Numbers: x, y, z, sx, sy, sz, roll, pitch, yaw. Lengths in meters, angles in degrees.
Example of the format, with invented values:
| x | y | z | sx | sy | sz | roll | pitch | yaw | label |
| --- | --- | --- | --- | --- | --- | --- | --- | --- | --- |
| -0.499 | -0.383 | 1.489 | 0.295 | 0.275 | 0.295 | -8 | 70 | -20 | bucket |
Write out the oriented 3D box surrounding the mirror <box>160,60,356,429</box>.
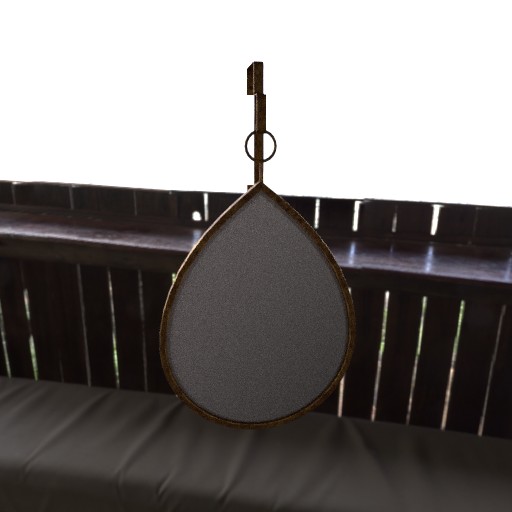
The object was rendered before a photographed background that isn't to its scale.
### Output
| x | y | z | sx | sy | sz | roll | pitch | yaw | label |
| --- | --- | --- | --- | --- | --- | --- | --- | --- | --- |
| 0.000 | 0.000 | 0.925 | 0.405 | 0.744 | 0.144 | -2 | 16 | -8 | mirror |
